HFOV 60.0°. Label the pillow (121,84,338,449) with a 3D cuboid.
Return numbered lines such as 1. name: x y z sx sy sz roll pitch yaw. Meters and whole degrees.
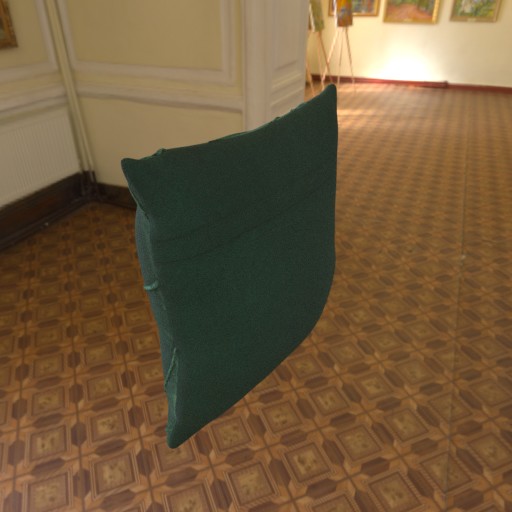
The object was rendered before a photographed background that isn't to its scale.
1. pillow: 0.000 0.000 0.677 0.184 0.440 0.439 21 37 30
